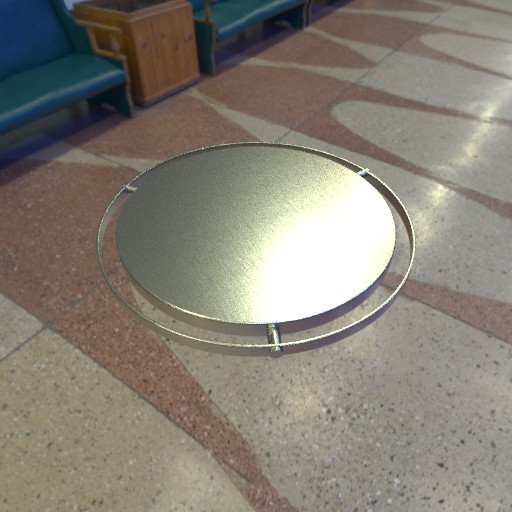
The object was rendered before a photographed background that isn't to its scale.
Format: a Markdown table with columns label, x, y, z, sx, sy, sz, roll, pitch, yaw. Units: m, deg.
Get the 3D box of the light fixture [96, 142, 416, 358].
| label | x | y | z | sx | sy | sz | roll | pitch | yaw |
| --- | --- | --- | --- | --- | --- | --- | --- | --- | --- |
| light fixture | 0.000 | 0.000 | 0.557 | 0.361 | 0.130 | 0.361 | 0 | 43 | 0 |
